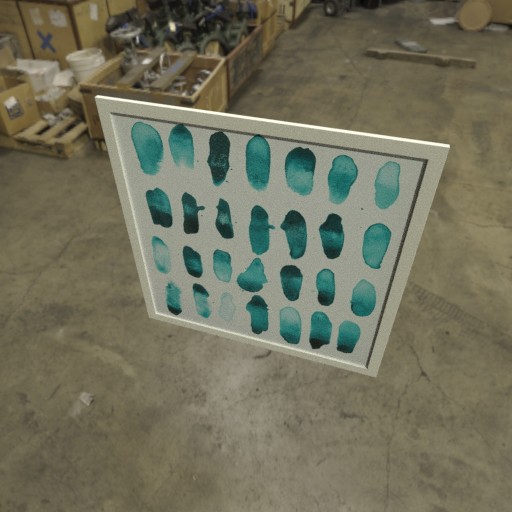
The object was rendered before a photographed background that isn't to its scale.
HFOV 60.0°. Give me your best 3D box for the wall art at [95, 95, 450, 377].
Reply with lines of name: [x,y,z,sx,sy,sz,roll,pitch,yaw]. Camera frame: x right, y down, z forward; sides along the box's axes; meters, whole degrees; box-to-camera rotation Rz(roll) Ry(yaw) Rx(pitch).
wall art: [0.000,0.000,1.249,0.812,0.813,0.013,12,43,13]
